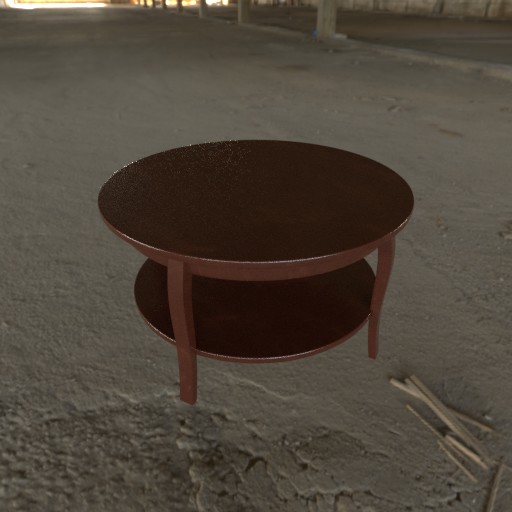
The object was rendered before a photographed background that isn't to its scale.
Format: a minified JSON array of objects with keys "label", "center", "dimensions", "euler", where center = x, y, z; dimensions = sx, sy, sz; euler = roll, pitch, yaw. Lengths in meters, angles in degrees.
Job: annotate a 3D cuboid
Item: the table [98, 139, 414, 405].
[{"label":"table","center":[0.000,0.000,1.462],"dimensions":[0.911,0.512,0.911],"euler":[0,31,0]}]
